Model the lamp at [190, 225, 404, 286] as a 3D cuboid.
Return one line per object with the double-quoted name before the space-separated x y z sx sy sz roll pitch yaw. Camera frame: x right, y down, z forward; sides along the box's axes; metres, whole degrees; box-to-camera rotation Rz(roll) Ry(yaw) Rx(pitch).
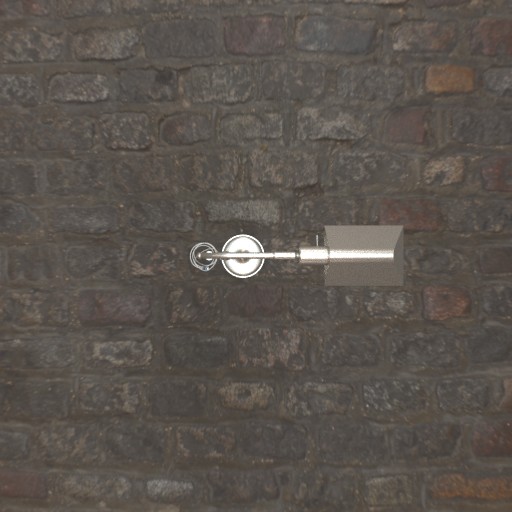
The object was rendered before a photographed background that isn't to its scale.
"lamp" 0.000 0.000 1.889 0.813 1.571 0.256 0 90 1
